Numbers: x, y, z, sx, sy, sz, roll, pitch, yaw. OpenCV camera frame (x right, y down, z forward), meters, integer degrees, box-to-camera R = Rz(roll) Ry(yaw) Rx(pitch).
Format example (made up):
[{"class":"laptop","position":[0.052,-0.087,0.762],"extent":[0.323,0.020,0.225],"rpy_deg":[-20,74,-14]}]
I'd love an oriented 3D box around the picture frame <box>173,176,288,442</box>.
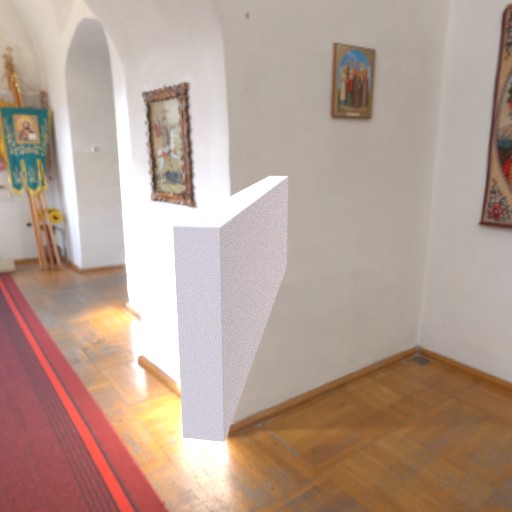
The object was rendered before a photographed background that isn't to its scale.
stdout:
[{"class":"picture frame","position":[0.000,0.000,0.844],"extent":[0.050,0.250,0.759],"rpy_deg":[2,14,9]}]
